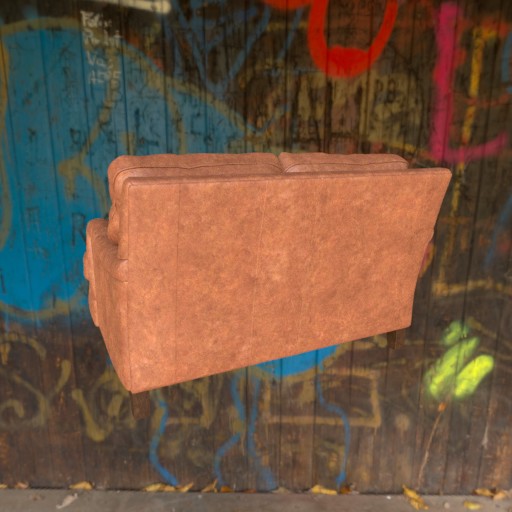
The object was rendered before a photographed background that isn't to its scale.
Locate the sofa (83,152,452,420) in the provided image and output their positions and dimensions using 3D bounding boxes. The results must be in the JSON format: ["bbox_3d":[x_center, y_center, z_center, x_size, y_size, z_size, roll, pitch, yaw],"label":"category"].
[{"bbox_3d":[0.000,0.000,2.193,1.527,1.004,1.077,-7,15,-26],"label":"sofa"}]
